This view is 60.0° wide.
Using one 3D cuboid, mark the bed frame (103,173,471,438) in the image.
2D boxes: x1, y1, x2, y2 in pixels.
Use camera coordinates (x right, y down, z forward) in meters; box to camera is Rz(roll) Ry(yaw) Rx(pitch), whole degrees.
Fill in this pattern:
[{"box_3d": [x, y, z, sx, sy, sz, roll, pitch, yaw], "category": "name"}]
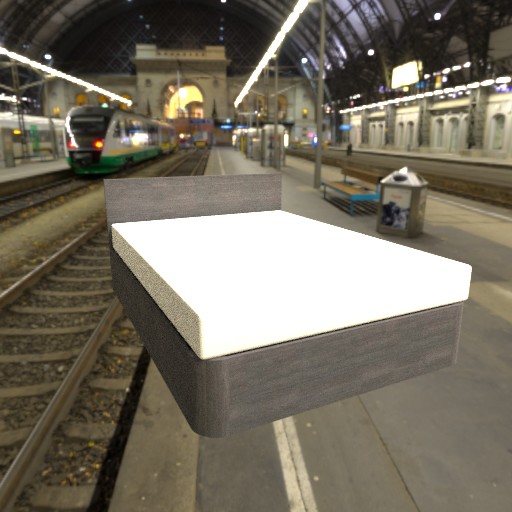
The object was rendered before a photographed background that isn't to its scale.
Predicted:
[{"box_3d": [0.000, 0.000, 2.629, 1.400, 0.800, 1.900, -7, 17, -25], "category": "bed frame"}]
